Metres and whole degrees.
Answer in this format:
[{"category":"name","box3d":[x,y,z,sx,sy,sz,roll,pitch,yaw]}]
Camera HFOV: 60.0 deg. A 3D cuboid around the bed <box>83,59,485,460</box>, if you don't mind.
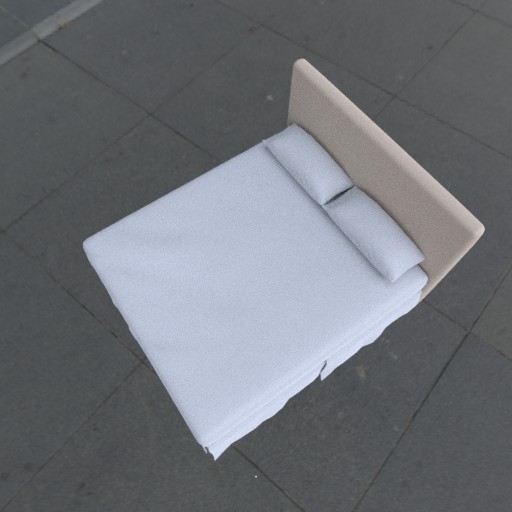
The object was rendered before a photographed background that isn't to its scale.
[{"category":"bed","box3d":[0.000,0.000,3.286,2.142,1.330,1.884,-32,68,-15]}]
